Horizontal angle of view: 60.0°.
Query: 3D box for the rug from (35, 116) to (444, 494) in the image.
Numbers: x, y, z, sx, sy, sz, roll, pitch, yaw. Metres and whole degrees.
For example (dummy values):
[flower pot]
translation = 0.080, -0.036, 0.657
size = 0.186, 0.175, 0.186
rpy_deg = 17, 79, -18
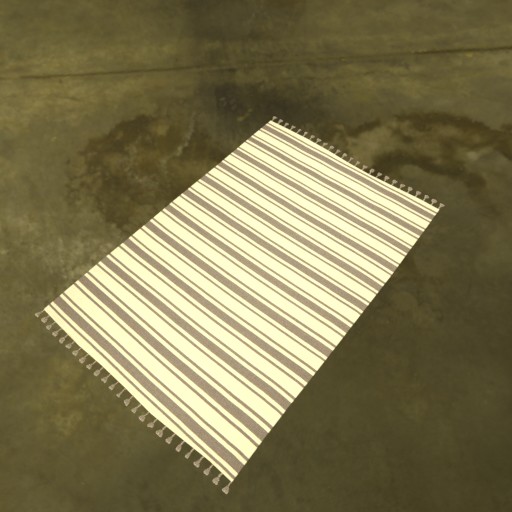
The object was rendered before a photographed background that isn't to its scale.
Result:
[rug]
translation = 0.000, 0.000, 2.965
size = 1.563, 0.014, 2.425
rpy_deg = 34, 63, 21
